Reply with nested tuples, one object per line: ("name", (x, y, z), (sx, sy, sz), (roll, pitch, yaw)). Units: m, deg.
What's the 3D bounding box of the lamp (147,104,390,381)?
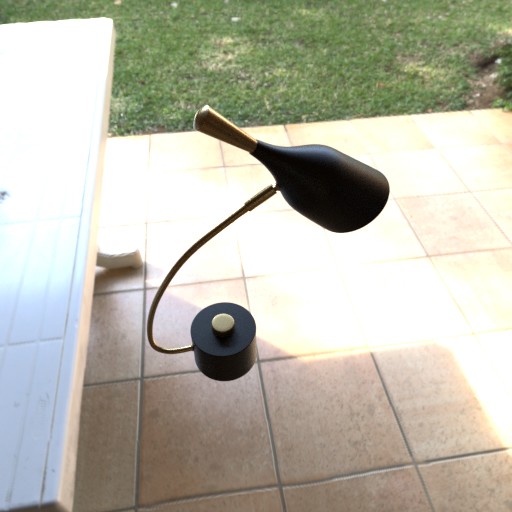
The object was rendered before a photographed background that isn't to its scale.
("lamp", (0.000, 0.000, 0.628), (0.352, 0.464, 0.110), (-11, 47, -10))
